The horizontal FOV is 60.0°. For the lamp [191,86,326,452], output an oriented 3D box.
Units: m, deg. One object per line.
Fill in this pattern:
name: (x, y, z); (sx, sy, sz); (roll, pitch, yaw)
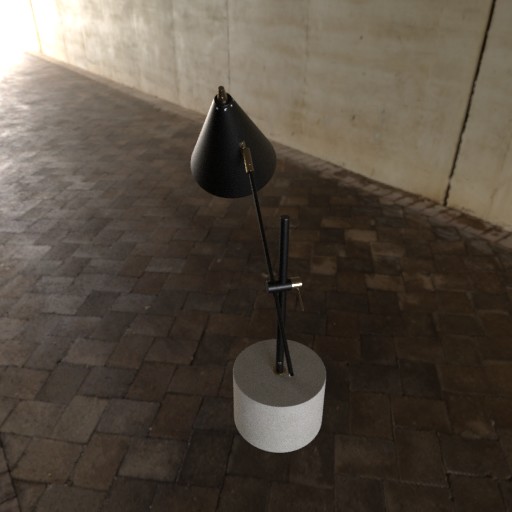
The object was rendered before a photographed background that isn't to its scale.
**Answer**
lamp: (0.000, 0.000, 0.730); (0.214, 0.518, 0.403); (-2, 31, -3)
